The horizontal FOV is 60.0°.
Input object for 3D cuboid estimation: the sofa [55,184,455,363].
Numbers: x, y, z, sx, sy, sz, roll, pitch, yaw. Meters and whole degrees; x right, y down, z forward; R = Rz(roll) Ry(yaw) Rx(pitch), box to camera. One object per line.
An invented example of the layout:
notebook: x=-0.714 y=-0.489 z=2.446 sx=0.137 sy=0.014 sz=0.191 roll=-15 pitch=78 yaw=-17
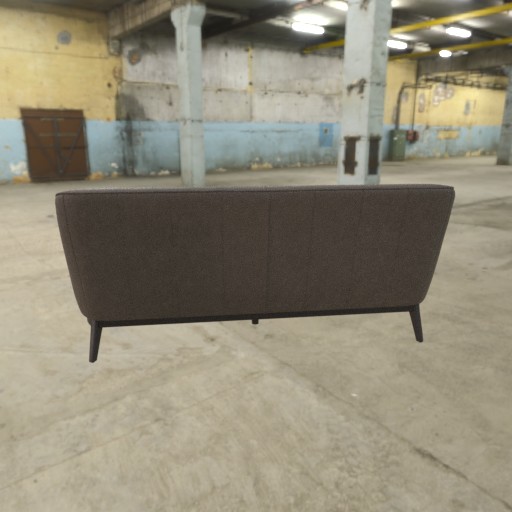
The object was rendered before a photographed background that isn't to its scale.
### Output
sofa: x=0.000 y=0.000 z=2.400 sx=1.928 sy=0.831 sz=0.869 roll=-2 pitch=15 yaw=-7
